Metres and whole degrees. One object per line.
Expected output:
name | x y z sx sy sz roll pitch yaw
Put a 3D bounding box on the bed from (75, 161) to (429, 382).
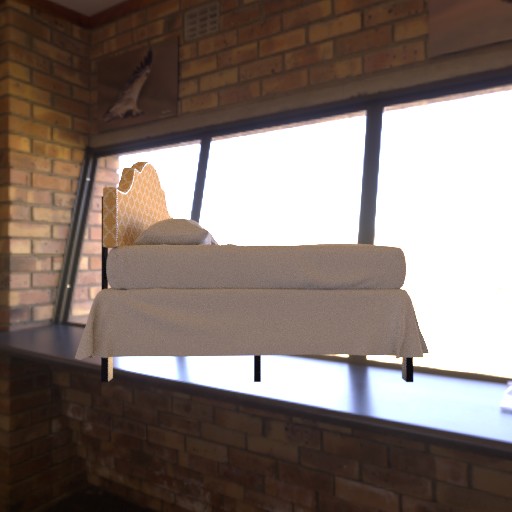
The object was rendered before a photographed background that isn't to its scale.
bed | 0.000 0.000 3.835 2.222 1.601 2.314 0 0 0
